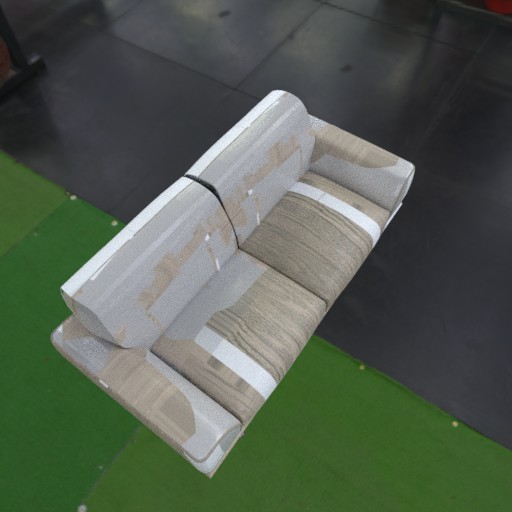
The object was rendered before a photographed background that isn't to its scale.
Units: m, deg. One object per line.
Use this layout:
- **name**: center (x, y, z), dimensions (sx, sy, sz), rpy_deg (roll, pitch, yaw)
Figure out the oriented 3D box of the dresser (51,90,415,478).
- **dresser**: center (0.000, 0.000, 5.663), dimensions (2.251, 1.863, 4.679), rpy_deg (32, 63, 18)
